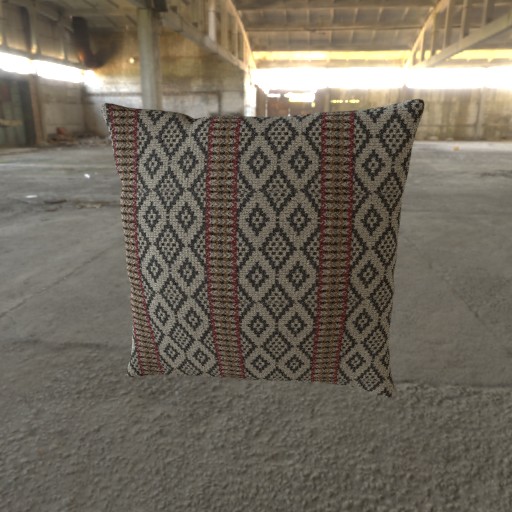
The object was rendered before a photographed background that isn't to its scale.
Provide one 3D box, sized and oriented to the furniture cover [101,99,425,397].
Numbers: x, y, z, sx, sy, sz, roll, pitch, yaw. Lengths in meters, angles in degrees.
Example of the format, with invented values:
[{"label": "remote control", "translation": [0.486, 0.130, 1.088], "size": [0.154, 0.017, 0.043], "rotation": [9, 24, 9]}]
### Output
[{"label": "furniture cover", "translation": [0.000, 0.000, 0.761], "size": [0.503, 0.506, 0.182], "rotation": [2, 17, 7]}]
